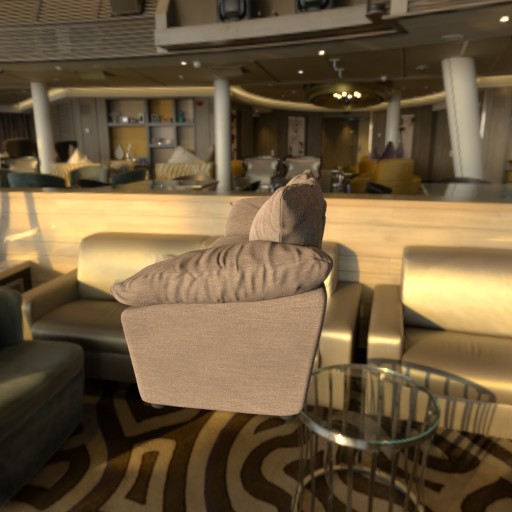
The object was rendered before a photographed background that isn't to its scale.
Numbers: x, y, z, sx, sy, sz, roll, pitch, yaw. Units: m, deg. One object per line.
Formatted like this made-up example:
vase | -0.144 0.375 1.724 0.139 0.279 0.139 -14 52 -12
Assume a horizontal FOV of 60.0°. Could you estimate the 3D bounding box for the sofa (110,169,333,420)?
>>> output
sofa | 0.000 0.000 2.858 0.927 1.043 2.390 2 14 8
